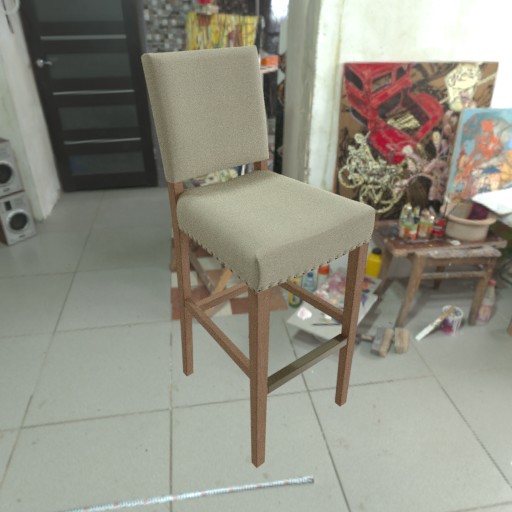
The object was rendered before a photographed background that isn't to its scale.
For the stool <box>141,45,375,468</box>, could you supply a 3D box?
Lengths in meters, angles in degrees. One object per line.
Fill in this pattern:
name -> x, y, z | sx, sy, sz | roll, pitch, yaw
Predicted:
stool -> 0.000, 0.000, 1.385 | 0.428, 1.143, 0.546 | -22, 37, -33
